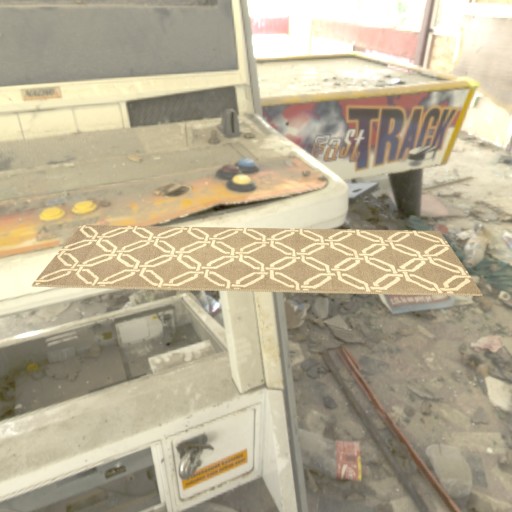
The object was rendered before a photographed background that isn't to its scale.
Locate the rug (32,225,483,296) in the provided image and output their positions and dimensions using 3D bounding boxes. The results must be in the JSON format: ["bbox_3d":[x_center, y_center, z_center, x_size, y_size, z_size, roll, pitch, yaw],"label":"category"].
[{"bbox_3d":[0.000,0.000,2.519,2.276,0.014,0.678,1,31,2],"label":"rug"}]
